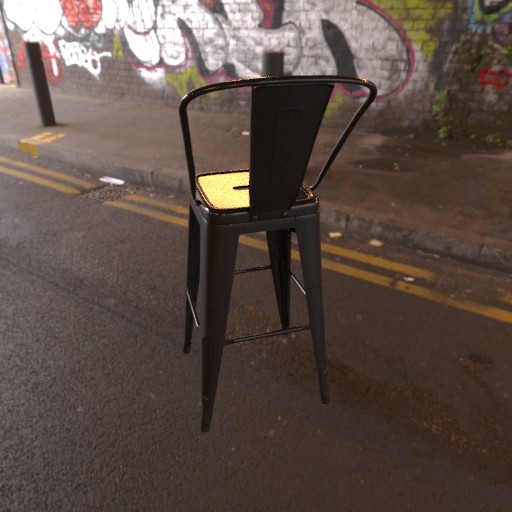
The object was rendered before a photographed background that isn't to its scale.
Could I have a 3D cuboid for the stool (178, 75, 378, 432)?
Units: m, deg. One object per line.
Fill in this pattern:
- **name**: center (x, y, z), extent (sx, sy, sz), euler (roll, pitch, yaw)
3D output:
- **stool**: center (0.000, 0.000, 1.282), extent (0.432, 1.022, 0.528), euler (-8, 29, -15)
